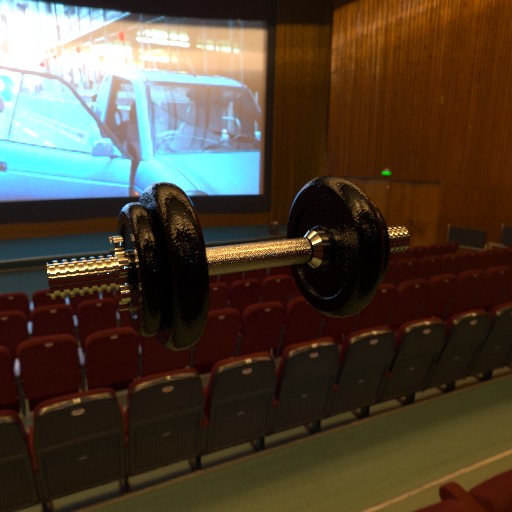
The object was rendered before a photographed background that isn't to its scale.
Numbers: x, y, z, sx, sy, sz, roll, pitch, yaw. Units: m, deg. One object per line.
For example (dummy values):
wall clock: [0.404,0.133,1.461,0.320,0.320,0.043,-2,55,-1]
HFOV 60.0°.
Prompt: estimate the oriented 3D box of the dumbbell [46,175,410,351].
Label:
dumbbell: [0.000,0.000,0.582,0.497,0.202,0.202,-7,16,-25]
